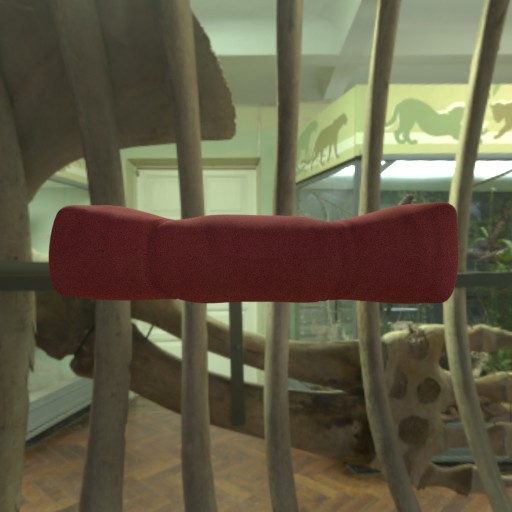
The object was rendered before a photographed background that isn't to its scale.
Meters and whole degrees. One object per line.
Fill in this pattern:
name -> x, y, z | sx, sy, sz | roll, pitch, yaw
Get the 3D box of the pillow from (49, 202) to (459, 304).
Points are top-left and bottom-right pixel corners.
pillow -> 0.000, 0.000, 0.730 | 0.490, 0.128, 0.468 | 0, 0, 0
